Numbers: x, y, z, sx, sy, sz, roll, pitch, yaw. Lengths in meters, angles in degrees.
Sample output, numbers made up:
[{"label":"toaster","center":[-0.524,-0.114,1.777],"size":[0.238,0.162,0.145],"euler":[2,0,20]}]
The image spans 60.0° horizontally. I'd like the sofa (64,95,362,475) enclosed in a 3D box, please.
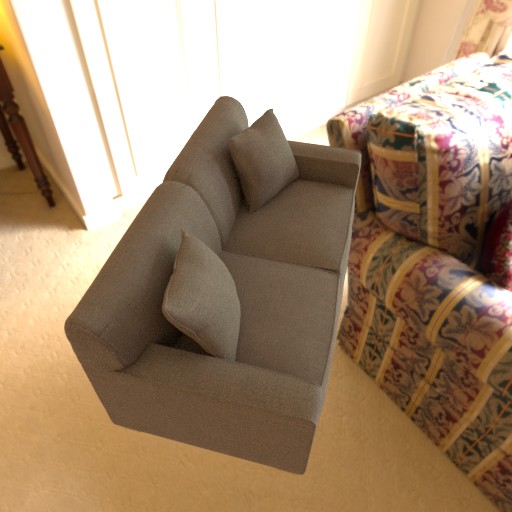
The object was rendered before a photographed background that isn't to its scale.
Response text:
[{"label":"sofa","center":[0.000,0.000,2.408],"size":[1.000,0.958,1.846],"euler":[11,47,10]}]
